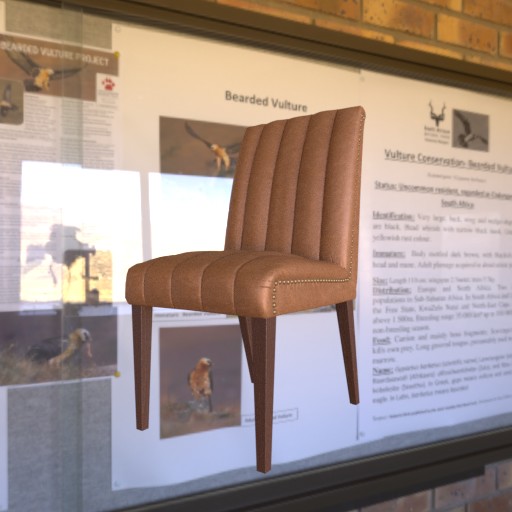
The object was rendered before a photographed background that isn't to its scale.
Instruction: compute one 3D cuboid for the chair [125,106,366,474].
[{"bbox_3d":[0.000,0.000,1.392,0.511,1.016,0.647,0,1,35],"label":"chair"}]
